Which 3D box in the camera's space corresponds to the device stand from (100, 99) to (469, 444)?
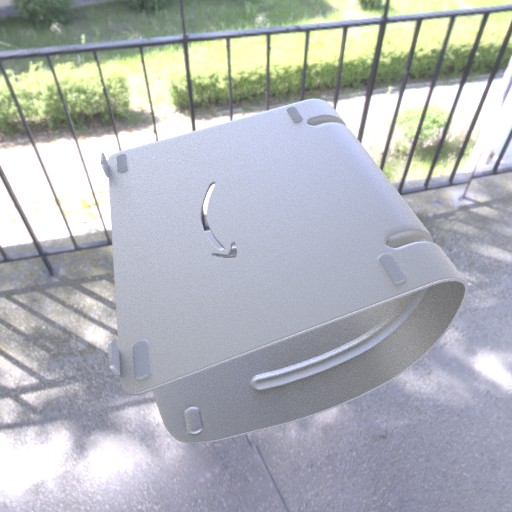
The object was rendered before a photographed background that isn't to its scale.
[{"bbox_3d":[0.000,0.000,0.393,0.236,0.155,0.256,-11,48,-10],"label":"device stand"}]
